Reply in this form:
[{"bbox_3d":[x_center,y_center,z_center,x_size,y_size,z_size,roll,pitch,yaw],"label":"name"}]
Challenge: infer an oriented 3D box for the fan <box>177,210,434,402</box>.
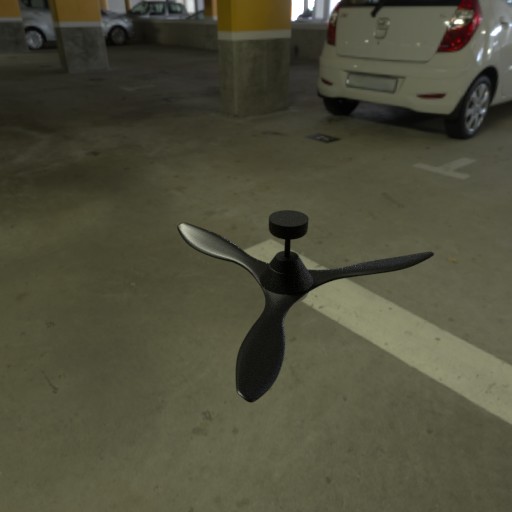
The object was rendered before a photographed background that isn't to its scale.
[{"bbox_3d":[0.000,0.000,1.623,1.067,0.305,1.067,17,33,27],"label":"fan"}]
